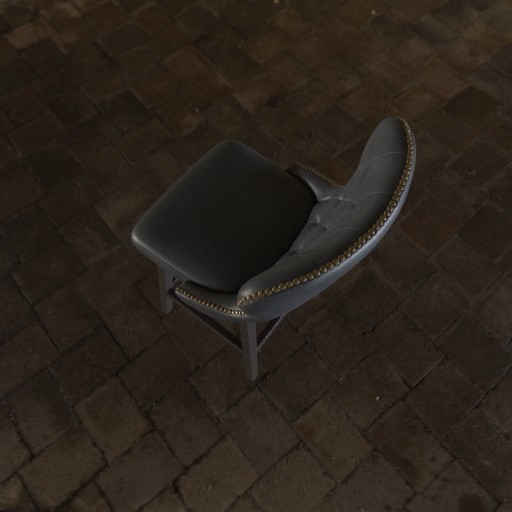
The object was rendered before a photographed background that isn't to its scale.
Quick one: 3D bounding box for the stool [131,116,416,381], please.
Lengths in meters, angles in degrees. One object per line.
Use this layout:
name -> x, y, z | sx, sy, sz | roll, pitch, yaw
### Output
stool -> 0.000, 0.000, 1.279 | 0.593, 0.971, 0.528 | 34, 68, 16
